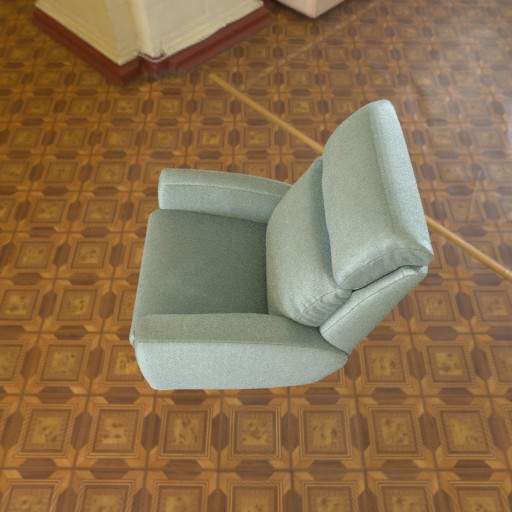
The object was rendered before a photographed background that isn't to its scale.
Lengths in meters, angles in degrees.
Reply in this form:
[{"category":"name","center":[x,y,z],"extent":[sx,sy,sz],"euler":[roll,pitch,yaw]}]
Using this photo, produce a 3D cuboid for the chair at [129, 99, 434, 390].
[{"category":"chair","center":[0.000,0.000,1.666],"extent":[0.940,1.013,0.812],"euler":[0,57,0]}]
